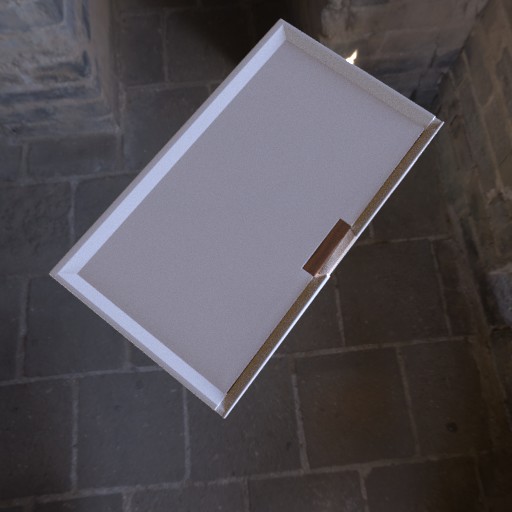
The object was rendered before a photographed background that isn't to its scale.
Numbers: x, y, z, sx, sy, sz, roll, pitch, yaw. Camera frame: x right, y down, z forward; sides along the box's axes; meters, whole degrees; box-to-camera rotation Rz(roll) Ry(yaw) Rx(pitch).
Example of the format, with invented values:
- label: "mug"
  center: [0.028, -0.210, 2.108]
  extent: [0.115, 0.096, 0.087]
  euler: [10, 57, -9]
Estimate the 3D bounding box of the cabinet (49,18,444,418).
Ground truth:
- label: "cabinet"
  center: [0.000, 0.000, 1.079]
  extent: [0.344, 0.772, 0.591]
  euler: [37, 78, 9]
